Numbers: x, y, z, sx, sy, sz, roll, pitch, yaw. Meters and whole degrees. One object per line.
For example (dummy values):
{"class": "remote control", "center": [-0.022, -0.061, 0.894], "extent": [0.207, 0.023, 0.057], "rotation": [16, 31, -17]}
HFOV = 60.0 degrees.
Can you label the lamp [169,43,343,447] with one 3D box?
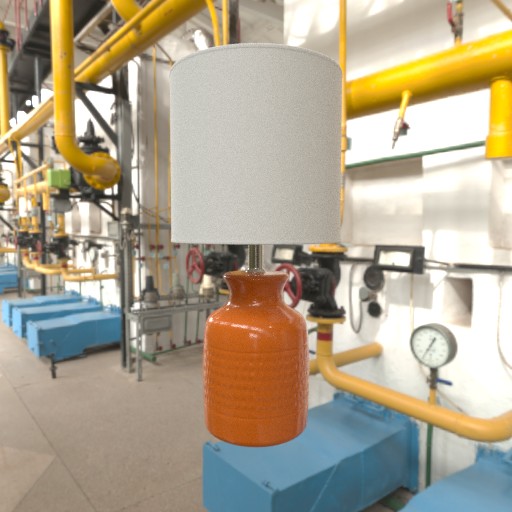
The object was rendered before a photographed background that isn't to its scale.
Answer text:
{"class": "lamp", "center": [0.000, 0.000, 1.113], "extent": [0.418, 0.871, 0.418], "rotation": [-3, 4, -37]}
